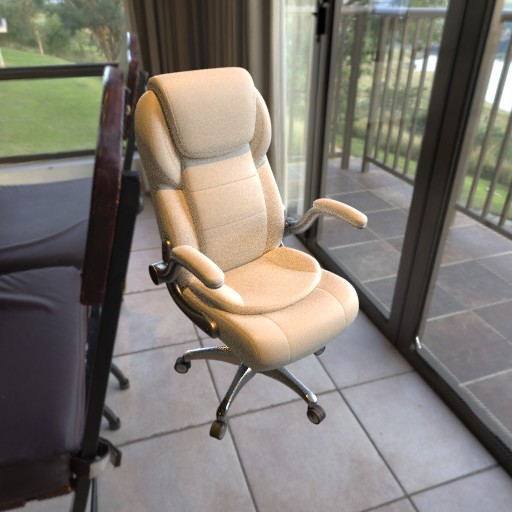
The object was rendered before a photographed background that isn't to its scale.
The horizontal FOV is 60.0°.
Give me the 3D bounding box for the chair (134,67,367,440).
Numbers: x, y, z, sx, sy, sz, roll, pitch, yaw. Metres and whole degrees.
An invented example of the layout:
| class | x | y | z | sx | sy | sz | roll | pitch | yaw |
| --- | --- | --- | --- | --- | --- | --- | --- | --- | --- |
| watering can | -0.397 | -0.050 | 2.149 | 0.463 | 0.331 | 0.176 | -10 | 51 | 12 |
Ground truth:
| class | x | y | z | sx | sy | sz | roll | pitch | yaw |
| --- | --- | --- | --- | --- | --- | --- | --- | --- | --- |
| chair | 0.000 | 0.000 | 1.796 | 0.755 | 1.330 | 0.806 | -21 | 37 | -31 |
